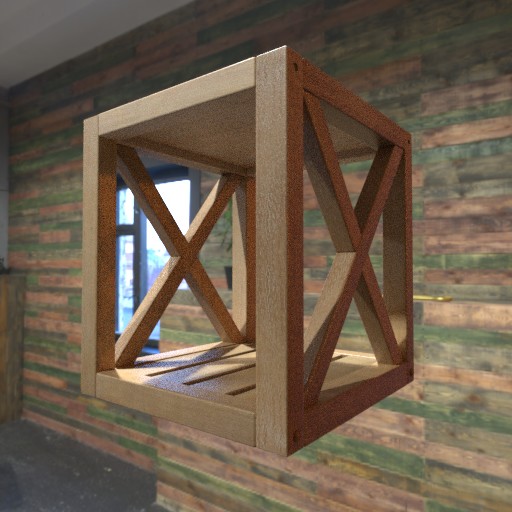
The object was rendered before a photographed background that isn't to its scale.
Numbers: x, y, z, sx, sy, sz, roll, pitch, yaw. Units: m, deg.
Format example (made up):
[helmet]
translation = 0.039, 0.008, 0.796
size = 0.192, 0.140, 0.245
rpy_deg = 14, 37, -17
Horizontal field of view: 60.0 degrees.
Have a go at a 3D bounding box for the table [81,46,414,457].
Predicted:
[table]
translation = 0.000, 0.000, 1.038
size = 0.558, 0.610, 0.559
rpy_deg = -1, -2, 38
